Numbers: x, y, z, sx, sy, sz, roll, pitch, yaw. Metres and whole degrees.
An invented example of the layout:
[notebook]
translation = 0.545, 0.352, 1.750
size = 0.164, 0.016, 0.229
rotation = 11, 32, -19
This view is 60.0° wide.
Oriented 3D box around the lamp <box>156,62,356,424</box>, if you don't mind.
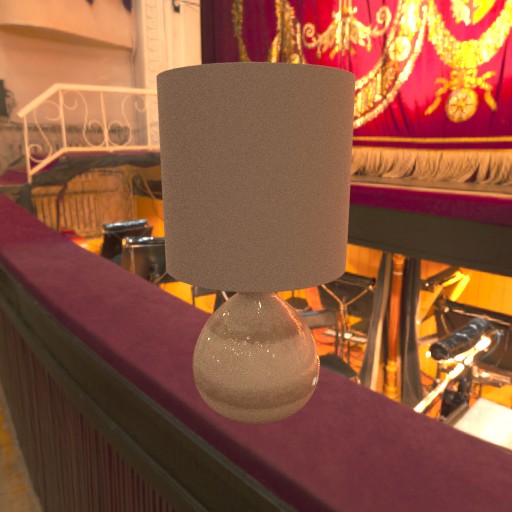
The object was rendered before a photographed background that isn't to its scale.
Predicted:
[lamp]
translation = 0.000, 0.000, 0.541
size = 0.217, 0.404, 0.217
rotation = -13, 19, -42
